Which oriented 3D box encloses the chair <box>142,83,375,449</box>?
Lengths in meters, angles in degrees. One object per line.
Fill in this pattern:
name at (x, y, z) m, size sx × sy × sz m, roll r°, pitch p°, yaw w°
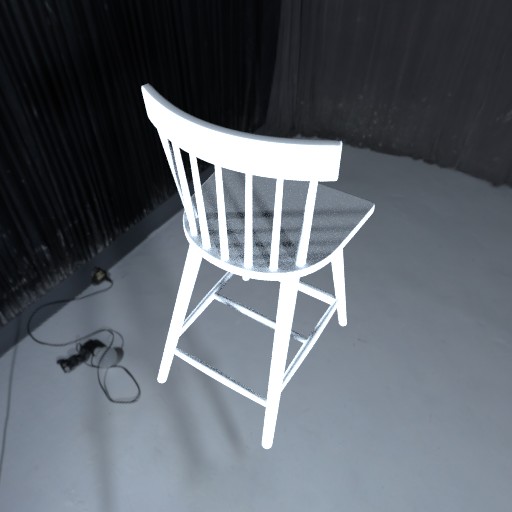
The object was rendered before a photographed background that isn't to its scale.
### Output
chair at (0.000, 0.000, 1.265) m, size 0.483 × 0.952 × 0.572 m, roll 24°, pitch 49°, yaw 22°
